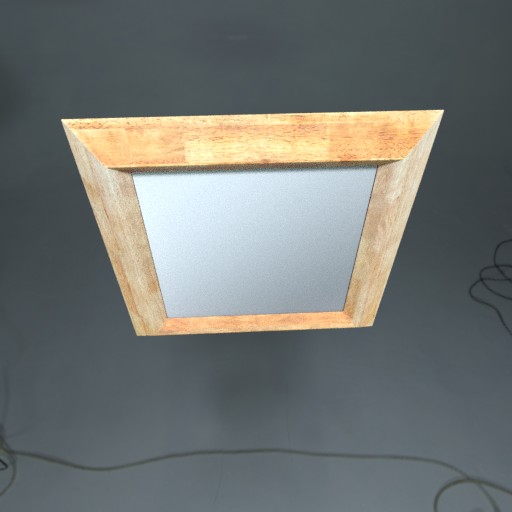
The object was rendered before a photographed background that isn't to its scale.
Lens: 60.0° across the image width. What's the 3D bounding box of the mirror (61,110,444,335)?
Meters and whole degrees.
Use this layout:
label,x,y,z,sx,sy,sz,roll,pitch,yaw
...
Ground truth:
label,x,y,z,sx,sy,sz,roll,pitch,yaw
mirror,0.000,0.000,0.973,0.651,0.651,0.047,-2,47,-2
